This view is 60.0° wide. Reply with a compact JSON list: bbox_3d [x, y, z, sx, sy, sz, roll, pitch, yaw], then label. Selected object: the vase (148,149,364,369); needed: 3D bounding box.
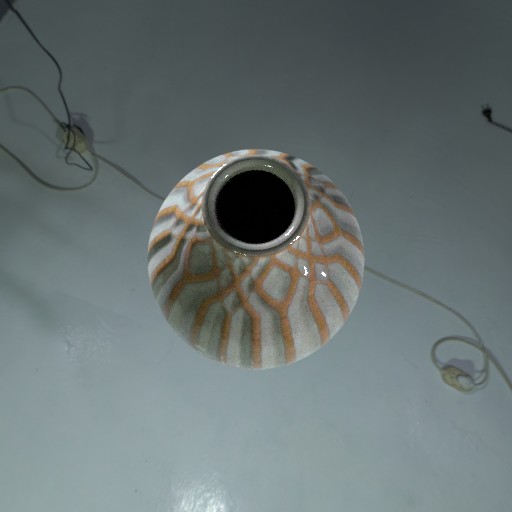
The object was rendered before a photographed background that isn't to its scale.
[{"bbox_3d":[0.000,0.000,0.264,0.131,0.175,0.131,0,76,0],"label":"vase"}]
